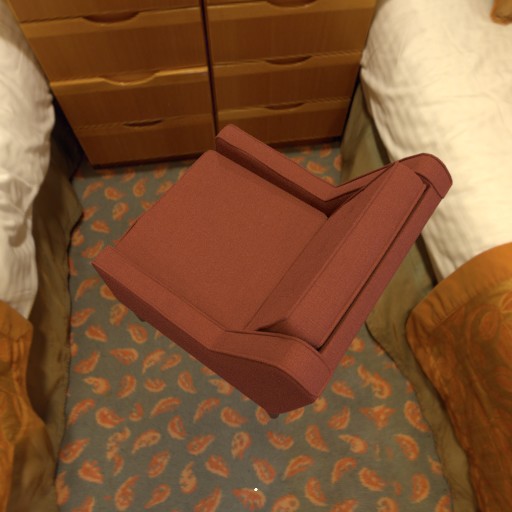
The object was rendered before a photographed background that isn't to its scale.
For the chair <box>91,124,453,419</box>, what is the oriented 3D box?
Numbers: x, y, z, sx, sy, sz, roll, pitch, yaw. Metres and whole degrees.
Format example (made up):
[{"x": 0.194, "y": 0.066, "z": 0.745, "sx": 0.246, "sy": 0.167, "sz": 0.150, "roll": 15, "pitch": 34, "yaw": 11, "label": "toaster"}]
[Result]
[{"x": 0.000, "y": 0.000, "z": 1.391, "sx": 0.770, "sy": 0.812, "sz": 0.680, "roll": 32, "pitch": 67, "yaw": 16, "label": "chair"}]
